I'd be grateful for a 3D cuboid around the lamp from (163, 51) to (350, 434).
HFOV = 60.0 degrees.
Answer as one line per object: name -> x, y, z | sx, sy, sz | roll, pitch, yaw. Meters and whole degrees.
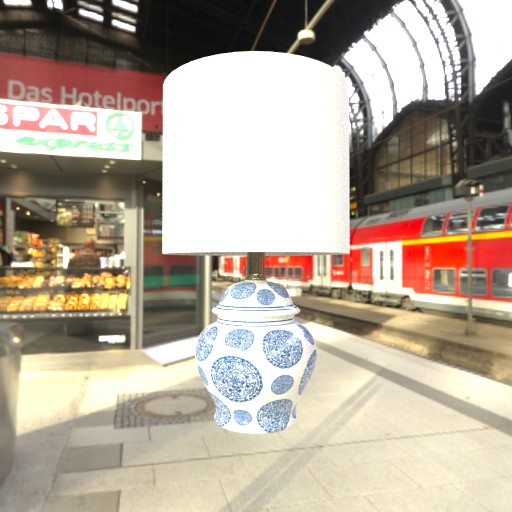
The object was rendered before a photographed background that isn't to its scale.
lamp -> 0.000, 0.000, 0.520 | 0.215, 0.381, 0.215 | 0, -1, -17
